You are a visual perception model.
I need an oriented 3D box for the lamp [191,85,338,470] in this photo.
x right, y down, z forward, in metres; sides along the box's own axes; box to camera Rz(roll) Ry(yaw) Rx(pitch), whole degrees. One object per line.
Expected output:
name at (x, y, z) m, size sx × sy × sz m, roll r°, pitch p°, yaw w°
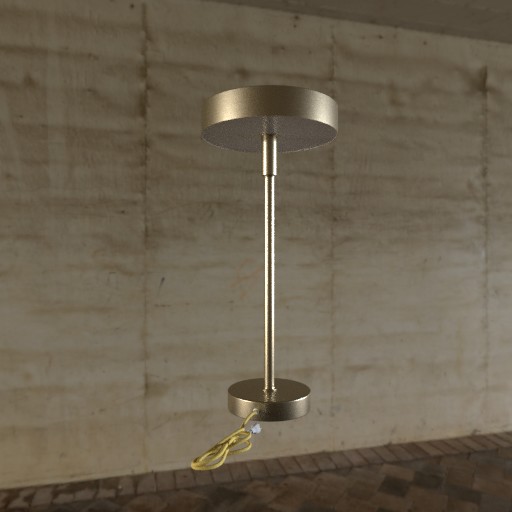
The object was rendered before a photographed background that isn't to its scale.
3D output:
lamp at (0.000, 0.000, 0.682) m, size 0.229 × 0.508 × 0.369 m, roll 0°, pitch 0°, yaw 18°
